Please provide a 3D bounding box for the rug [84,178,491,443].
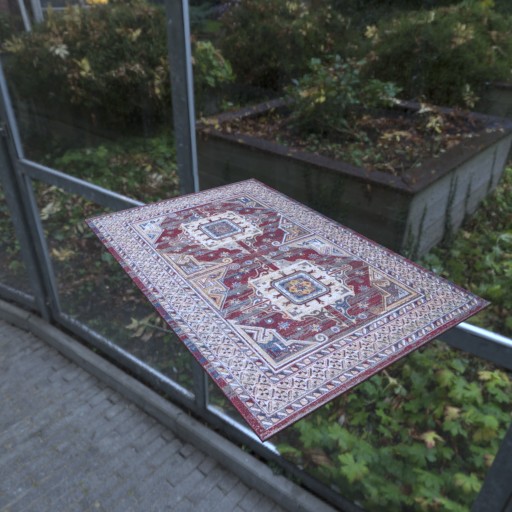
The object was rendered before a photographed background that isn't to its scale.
[{"bbox_3d":[0.000,0.000,5.685,3.033,0.033,4.578,-19,36,-29],"label":"rug"}]
